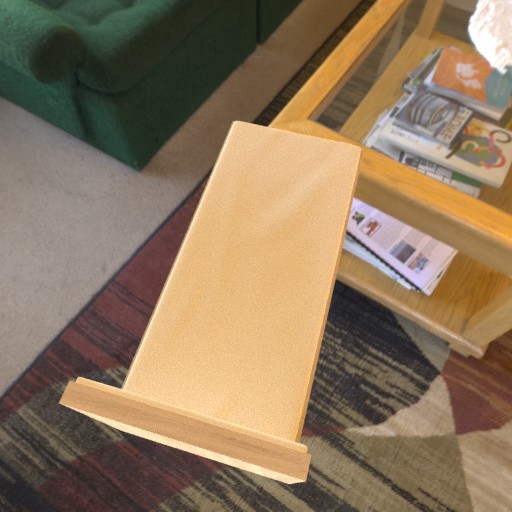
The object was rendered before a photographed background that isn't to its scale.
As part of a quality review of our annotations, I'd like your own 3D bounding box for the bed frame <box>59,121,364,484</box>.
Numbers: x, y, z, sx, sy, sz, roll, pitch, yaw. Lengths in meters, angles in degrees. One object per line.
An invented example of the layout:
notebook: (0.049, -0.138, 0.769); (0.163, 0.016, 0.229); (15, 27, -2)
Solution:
bed frame: (0.000, 0.000, 2.556); (0.990, 0.920, 2.140); (14, 63, 7)
